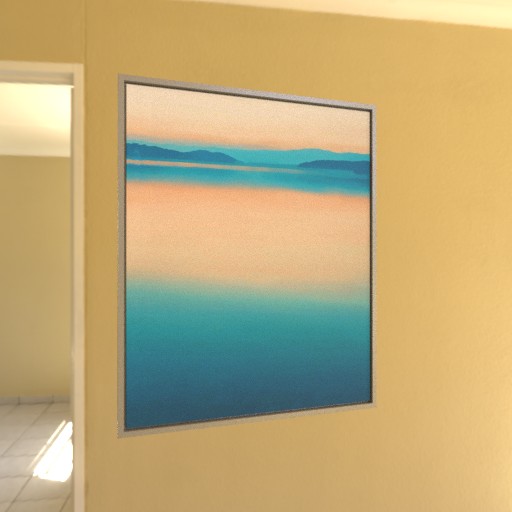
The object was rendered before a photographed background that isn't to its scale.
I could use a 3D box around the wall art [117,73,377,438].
[{"bbox_3d":[0.000,0.000,0.760,0.453,0.554,0.037,0,0,-18],"label":"wall art"}]
